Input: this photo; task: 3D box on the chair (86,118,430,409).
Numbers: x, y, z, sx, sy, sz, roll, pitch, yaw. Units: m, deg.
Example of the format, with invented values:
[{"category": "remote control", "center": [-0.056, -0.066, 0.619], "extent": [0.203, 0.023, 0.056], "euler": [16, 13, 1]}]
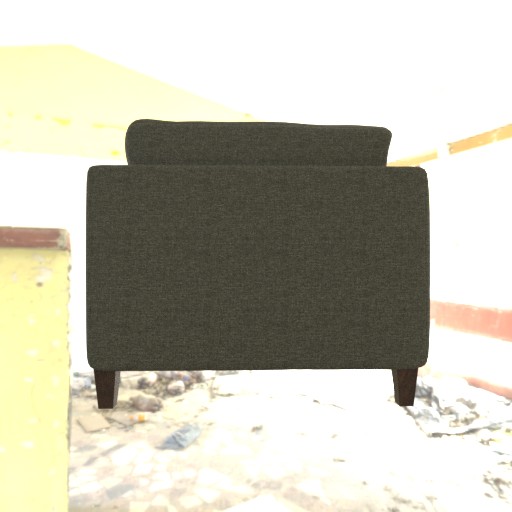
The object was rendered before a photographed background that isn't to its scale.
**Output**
[{"category": "chair", "center": [0.000, 0.000, 1.844], "extent": [1.107, 0.963, 0.959], "euler": [0, 0, -1]}]
